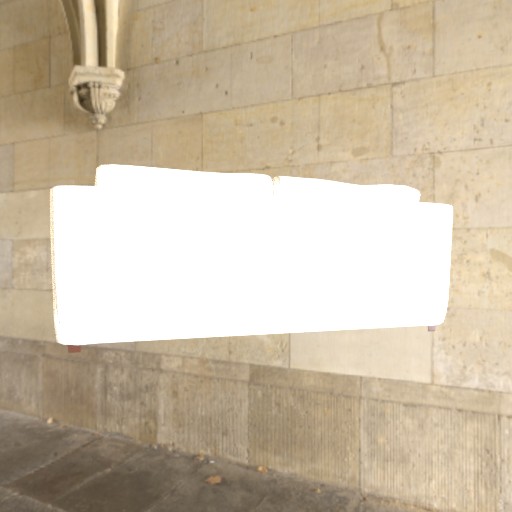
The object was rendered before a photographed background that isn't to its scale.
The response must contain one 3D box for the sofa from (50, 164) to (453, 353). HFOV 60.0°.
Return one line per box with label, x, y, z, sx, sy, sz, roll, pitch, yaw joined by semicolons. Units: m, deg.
sofa;0.000;0.000;3.038;2.470;1.022;1.009;0;-1;-18
